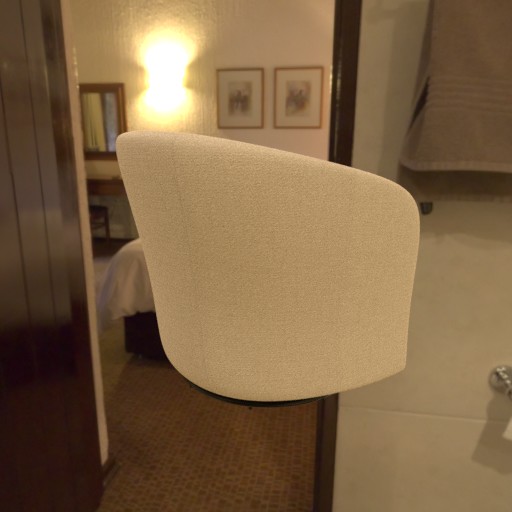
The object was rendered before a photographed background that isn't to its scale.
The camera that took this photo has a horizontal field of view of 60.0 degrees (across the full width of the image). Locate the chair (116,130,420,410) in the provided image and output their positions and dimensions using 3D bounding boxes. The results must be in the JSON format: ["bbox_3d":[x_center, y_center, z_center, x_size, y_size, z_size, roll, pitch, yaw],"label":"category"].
[{"bbox_3d":[0.000,0.000,1.438,0.815,0.771,0.791,-7,16,-27],"label":"chair"}]
